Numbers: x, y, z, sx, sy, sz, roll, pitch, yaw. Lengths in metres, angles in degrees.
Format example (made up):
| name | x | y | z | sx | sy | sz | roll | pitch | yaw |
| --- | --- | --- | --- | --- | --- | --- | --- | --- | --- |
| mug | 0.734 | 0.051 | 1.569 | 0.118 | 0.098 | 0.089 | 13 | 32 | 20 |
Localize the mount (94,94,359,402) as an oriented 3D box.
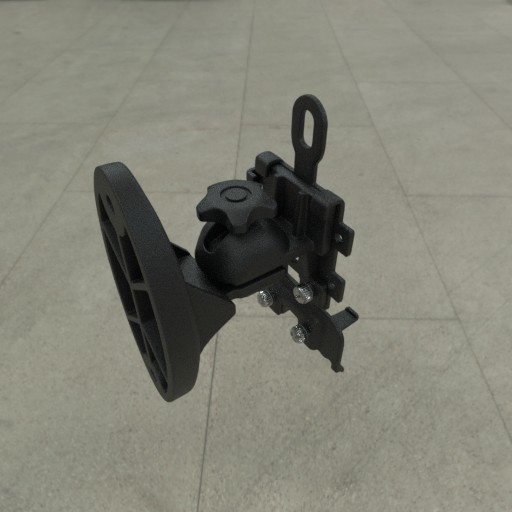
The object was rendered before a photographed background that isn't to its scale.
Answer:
| name | x | y | z | sx | sy | sz | roll | pitch | yaw |
| --- | --- | --- | --- | --- | --- | --- | --- | --- | --- |
| mount | 0.000 | 0.000 | 0.175 | 0.100 | 0.118 | 0.066 | -24 | 46 | -25 |
